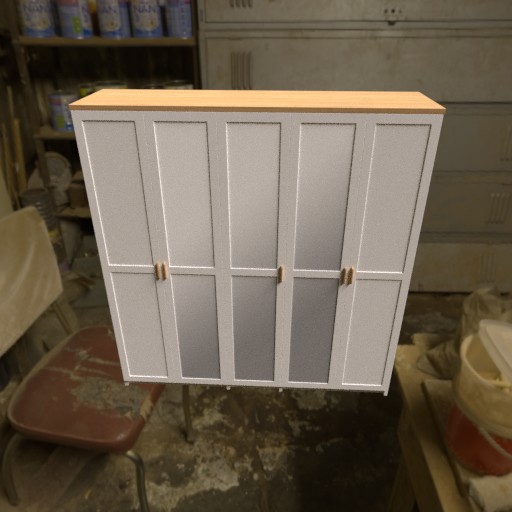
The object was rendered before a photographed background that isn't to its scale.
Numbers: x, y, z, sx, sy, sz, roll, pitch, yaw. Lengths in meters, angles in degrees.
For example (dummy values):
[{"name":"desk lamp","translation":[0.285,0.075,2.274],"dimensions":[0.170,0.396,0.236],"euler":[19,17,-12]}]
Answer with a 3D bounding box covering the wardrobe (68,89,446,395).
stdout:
[{"name":"wardrobe","translation":[0.000,0.000,3.322],"dimensions":[2.160,2.260,0.590],"euler":[1,29,3]}]
